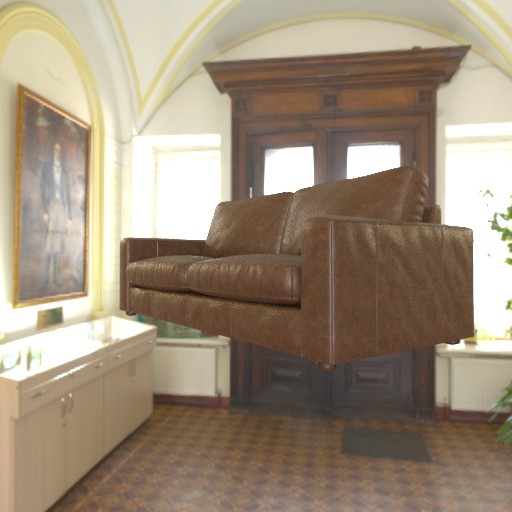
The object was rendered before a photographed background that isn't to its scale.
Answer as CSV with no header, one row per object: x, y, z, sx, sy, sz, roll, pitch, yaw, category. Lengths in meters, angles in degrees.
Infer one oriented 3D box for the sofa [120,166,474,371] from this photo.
0.000,0.000,2.704,1.016,0.873,2.179,0,-1,-36,sofa
